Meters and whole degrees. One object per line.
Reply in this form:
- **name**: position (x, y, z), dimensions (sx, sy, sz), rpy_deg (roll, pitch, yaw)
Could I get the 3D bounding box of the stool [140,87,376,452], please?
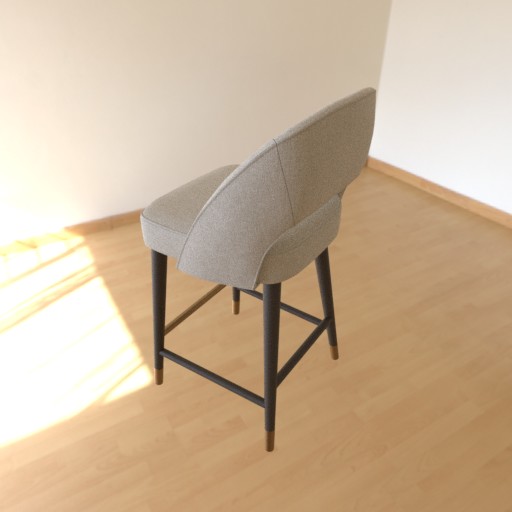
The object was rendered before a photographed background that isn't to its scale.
- **stool**: position (0.000, 0.000, 1.245), dimensions (0.509, 0.940, 0.494), rpy_deg (20, 38, 28)
